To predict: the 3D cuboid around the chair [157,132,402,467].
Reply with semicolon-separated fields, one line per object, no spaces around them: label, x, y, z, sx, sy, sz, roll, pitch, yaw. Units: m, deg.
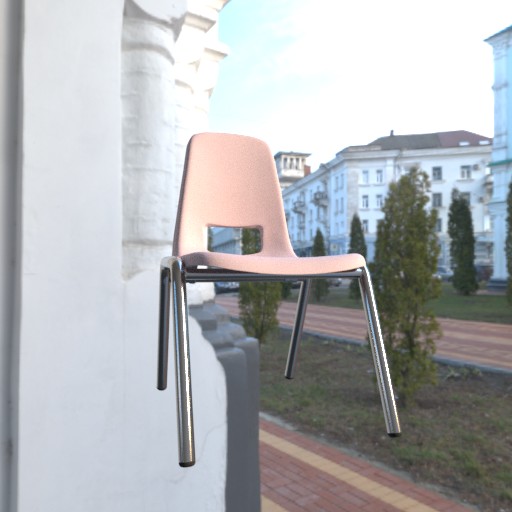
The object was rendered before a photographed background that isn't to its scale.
chair;0.000;0.000;0.850;0.354;0.586;0.423;1;-2;-19
